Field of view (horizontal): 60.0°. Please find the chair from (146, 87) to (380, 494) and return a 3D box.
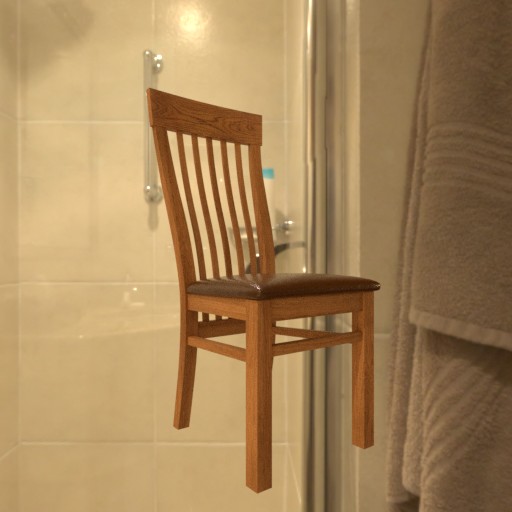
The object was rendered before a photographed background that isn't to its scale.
[{"bbox_3d":[0.000,0.000,1.317,0.450,1.050,0.580,0,0,-38],"label":"chair"}]
